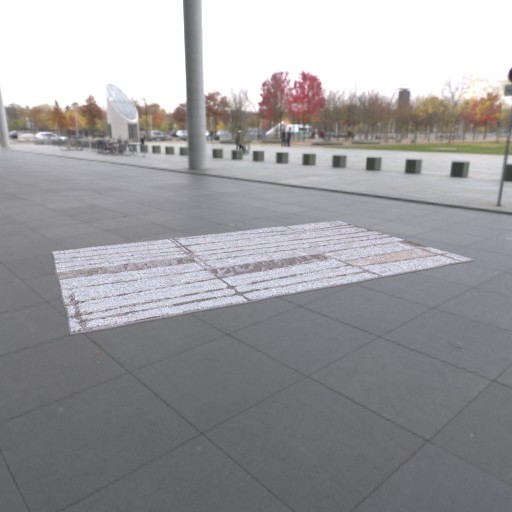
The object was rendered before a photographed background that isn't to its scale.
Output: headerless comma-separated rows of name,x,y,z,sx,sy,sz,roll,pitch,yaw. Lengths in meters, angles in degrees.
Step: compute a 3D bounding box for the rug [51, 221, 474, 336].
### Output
rug,0.000,0.000,1.050,0.867,0.007,0.515,-8,18,-26
